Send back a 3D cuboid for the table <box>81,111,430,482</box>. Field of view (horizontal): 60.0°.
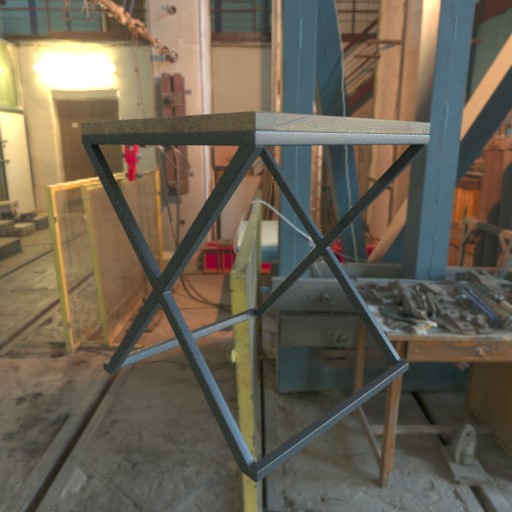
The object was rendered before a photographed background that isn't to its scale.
[{"bbox_3d":[0.000,0.000,0.953,0.498,0.550,0.499,14,20,43],"label":"table"}]
